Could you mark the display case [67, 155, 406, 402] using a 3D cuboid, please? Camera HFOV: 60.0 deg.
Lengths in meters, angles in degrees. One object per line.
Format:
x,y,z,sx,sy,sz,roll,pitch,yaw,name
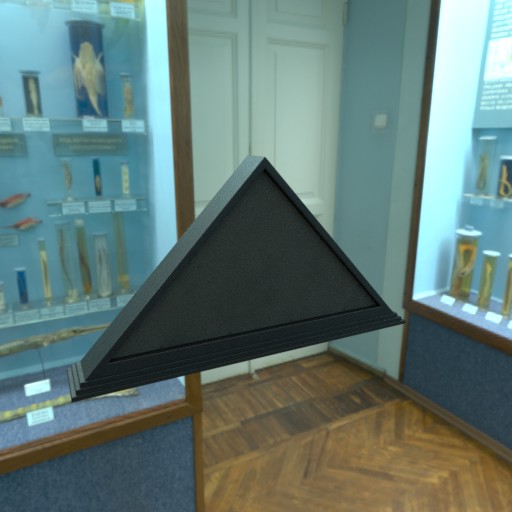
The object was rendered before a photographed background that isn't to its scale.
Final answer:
0.000,0.000,0.774,0.640,0.340,0.095,-7,17,-25,display case
